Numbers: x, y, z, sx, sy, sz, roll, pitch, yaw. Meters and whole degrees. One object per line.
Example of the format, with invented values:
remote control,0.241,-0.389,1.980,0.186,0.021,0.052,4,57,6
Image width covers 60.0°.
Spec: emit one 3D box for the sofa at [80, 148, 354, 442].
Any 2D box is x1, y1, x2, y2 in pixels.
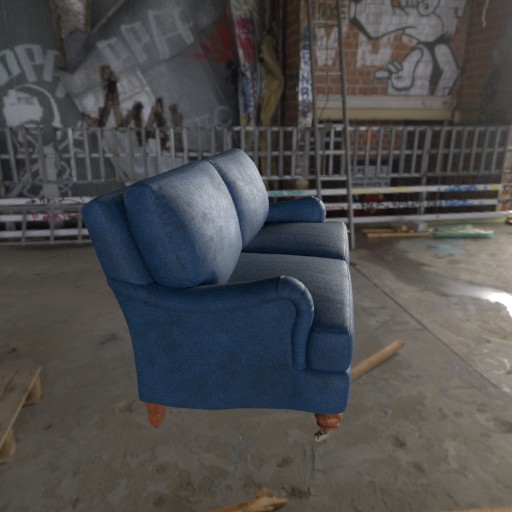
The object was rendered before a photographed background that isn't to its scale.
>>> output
sofa,0.000,0.000,2.576,1.084,1.101,1.853,3,18,9
